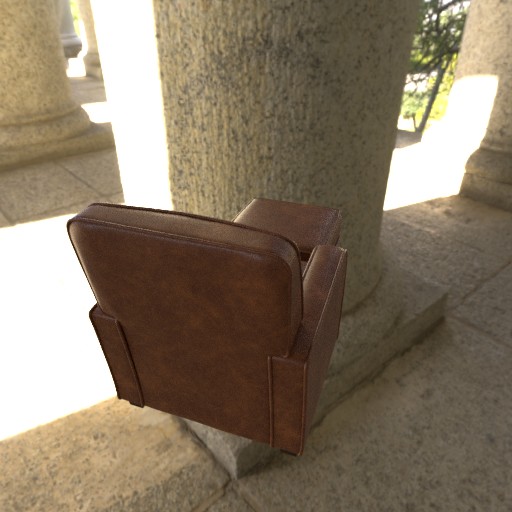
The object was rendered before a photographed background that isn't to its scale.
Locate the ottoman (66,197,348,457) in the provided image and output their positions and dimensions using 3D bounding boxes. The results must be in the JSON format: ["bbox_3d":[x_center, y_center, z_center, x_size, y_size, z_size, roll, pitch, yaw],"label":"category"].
[{"bbox_3d":[0.000,0.000,1.829,0.732,0.904,1.314,11,33,17],"label":"ottoman"}]
